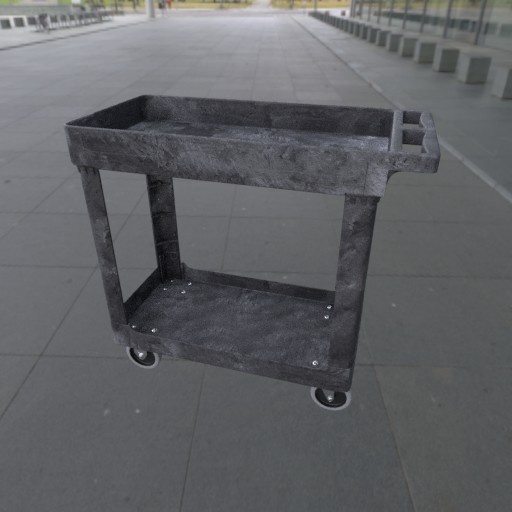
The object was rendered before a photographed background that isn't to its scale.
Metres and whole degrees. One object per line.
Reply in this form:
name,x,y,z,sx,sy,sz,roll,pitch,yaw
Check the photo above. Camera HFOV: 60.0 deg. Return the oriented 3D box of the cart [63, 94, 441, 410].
cart,0.000,0.000,1.347,0.877,0.824,0.420,8,31,14
